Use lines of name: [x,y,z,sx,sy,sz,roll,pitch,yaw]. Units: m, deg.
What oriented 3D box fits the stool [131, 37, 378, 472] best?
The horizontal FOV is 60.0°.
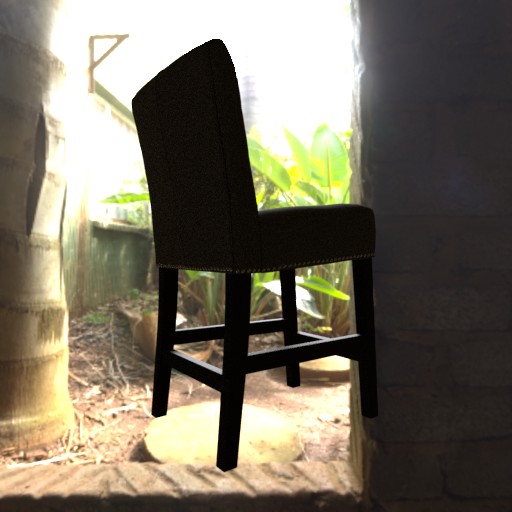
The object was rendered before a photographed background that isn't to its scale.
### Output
stool: [0.000,0.000,1.192,0.571,0.885,0.427,-1,1,-36]
